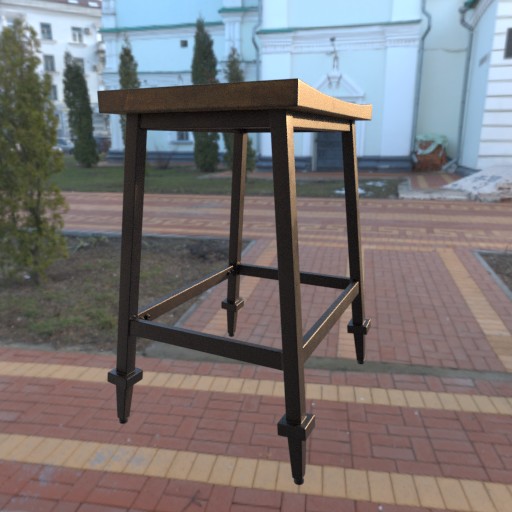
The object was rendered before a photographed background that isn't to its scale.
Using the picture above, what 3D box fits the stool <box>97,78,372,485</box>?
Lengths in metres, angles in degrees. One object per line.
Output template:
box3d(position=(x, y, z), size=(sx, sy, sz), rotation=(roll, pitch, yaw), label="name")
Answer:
box3d(position=(0.000, 0.000, 0.929), size=(0.405, 0.625, 0.486), rotation=(7, 16, 25), label="stool")
